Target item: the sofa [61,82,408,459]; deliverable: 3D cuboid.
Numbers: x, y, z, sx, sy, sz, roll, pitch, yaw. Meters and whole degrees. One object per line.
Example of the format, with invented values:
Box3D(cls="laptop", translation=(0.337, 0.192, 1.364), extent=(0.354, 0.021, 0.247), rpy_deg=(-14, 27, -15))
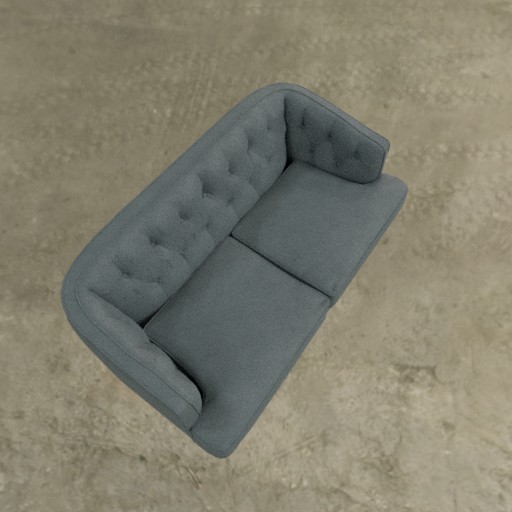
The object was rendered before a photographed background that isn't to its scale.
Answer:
Box3D(cls="sofa", translation=(0.000, 0.000, 2.282), extent=(0.941, 0.855, 1.733), rpy_deg=(32, 64, 17))
